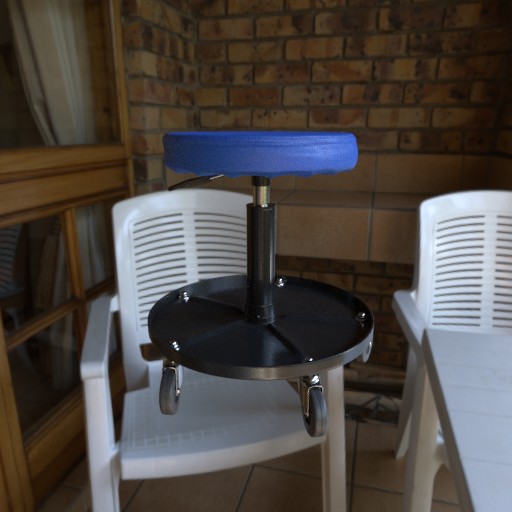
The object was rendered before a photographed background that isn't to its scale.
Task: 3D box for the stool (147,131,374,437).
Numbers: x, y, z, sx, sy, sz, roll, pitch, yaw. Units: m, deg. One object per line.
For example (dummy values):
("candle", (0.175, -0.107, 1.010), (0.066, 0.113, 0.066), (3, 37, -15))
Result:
("stool", (0.000, 0.000, 0.680), (0.382, 0.365, 0.381), (3, 17, 9))
